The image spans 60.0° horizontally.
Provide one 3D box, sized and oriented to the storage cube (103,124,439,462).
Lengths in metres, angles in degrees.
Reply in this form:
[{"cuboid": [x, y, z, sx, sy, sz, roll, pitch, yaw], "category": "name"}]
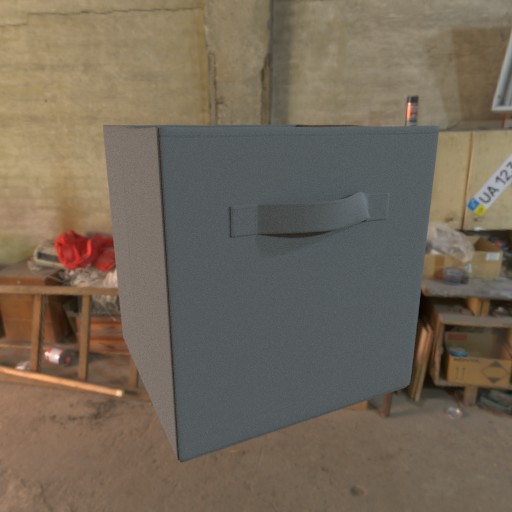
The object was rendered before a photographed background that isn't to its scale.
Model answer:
[{"cuboid": [0.000, 0.000, 0.494, 0.270, 0.280, 0.270, -8, 19, -25], "category": "storage cube"}]
